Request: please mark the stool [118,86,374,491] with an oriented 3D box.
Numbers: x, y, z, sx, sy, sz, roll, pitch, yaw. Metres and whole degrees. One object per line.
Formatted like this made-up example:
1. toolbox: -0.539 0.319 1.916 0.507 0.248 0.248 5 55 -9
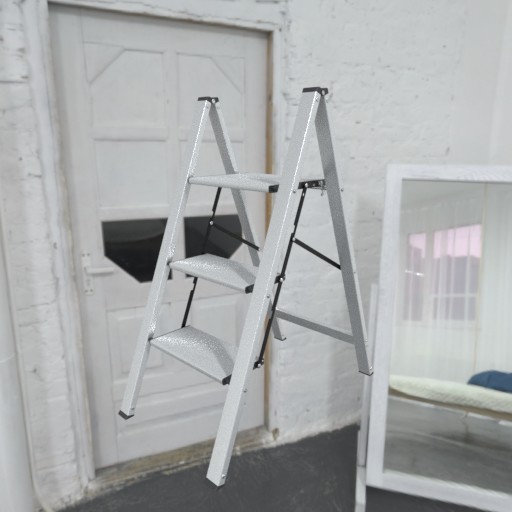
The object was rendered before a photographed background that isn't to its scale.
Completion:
1. stool: 0.000 0.000 1.303 0.441 0.902 0.730 14 20 42
